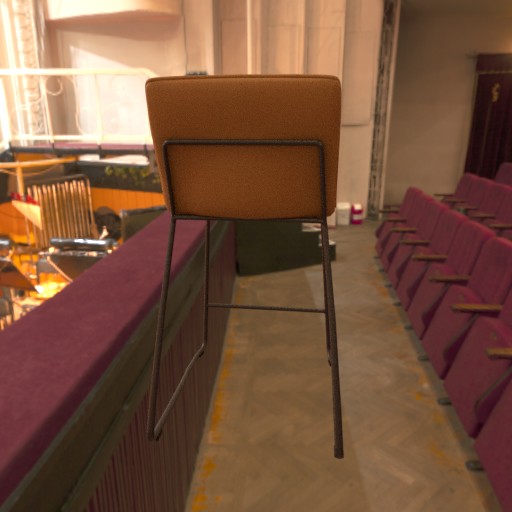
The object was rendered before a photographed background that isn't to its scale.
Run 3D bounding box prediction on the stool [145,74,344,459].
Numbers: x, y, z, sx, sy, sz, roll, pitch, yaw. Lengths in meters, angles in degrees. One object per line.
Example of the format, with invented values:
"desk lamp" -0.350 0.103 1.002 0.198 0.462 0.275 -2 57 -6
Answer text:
"stool" 0.000 0.000 1.199 0.489 0.866 0.524 2 16 7
